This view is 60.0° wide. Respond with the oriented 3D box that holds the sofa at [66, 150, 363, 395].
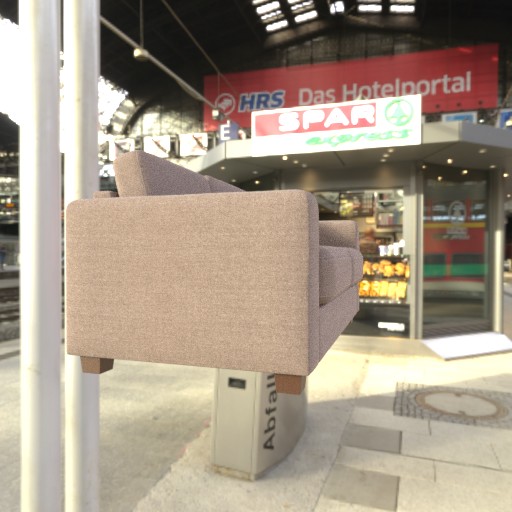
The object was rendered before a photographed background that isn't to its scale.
[{"bbox_3d":[0.000,0.000,2.087,0.900,0.800,1.520,0,1,18],"label":"sofa"}]
